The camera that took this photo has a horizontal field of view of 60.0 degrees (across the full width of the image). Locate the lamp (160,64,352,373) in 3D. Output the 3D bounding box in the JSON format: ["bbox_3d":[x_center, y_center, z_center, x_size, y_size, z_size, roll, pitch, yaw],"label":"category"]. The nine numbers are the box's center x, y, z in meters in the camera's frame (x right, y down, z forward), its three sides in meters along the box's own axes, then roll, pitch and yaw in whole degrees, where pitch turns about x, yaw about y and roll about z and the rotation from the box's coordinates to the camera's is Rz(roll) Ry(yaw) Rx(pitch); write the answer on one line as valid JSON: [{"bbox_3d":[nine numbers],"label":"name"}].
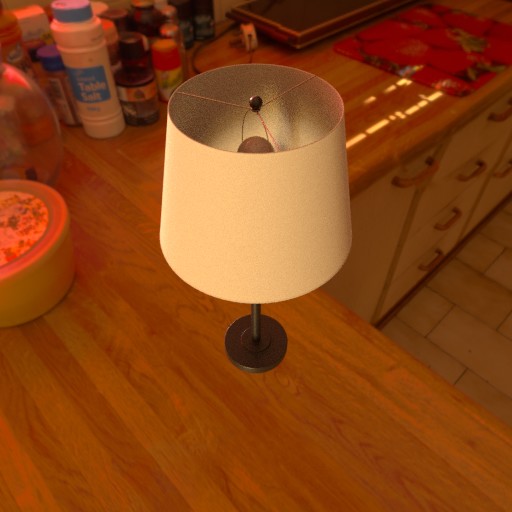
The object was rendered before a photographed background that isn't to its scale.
[{"bbox_3d":[0.000,0.000,0.908,0.363,0.696,0.363,0,48,0],"label":"lamp"}]
